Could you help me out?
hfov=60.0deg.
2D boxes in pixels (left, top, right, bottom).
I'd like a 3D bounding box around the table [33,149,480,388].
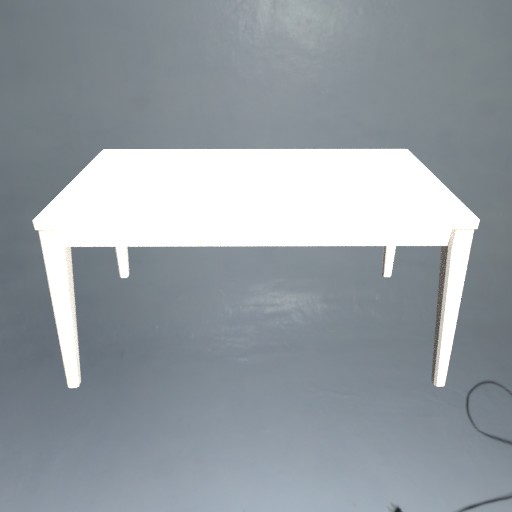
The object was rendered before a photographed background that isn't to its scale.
[{"bbox_3d":[0.000,0.000,2.071,1.600,0.760,0.900,0,30,0],"label":"table"}]
